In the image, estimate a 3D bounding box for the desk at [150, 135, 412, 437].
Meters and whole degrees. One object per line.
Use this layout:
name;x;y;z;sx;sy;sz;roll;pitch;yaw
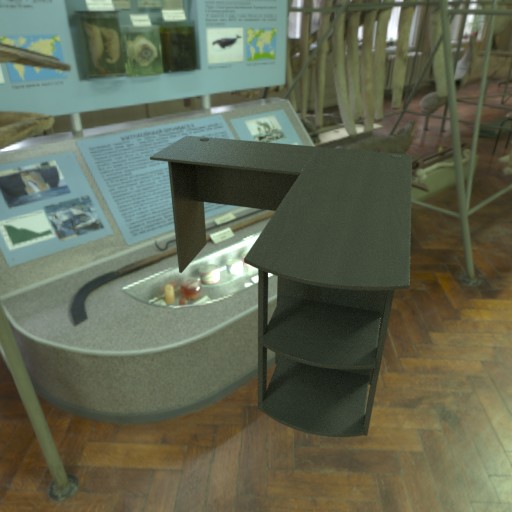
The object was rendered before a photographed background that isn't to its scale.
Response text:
desk;0.000;0.000;2.122;1.303;0.716;1.361;9;31;15
